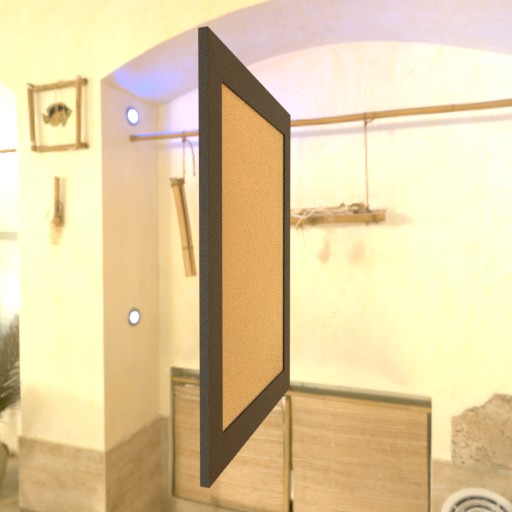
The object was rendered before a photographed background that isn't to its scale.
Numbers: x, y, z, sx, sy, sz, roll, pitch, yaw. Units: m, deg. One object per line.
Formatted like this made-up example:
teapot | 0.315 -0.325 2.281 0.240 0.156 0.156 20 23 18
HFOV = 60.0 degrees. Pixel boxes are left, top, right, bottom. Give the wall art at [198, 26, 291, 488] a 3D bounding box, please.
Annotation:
wall art | 0.000 0.000 0.658 0.013 0.508 0.359 1 2 19
